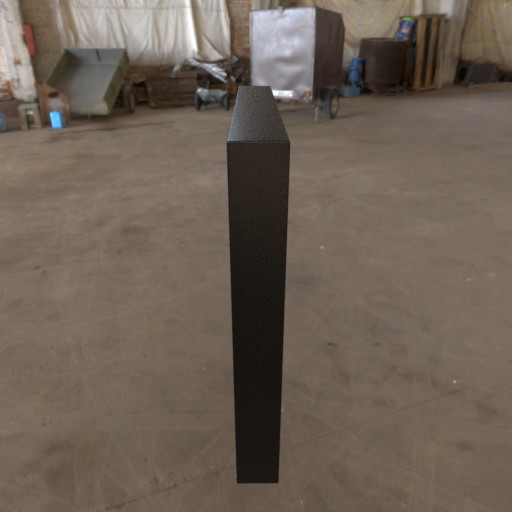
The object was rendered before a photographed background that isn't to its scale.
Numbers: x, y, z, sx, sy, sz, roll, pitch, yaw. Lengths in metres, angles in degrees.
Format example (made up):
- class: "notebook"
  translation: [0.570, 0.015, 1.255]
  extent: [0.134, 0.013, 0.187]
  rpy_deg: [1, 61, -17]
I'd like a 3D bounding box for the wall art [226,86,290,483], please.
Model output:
- class: "wall art"
  translation: [0.000, 0.000, 0.457]
  extent: [0.037, 0.299, 0.299]
  rpy_deg: [0, 27, 0]
